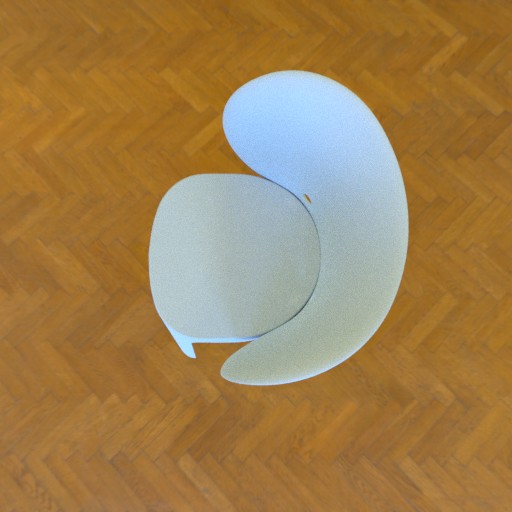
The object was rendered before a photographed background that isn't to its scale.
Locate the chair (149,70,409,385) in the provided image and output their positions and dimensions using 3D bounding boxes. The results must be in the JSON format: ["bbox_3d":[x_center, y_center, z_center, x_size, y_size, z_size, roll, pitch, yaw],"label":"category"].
[{"bbox_3d":[0.000,0.000,0.850,0.402,0.554,0.451,-1,77,0],"label":"chair"}]
